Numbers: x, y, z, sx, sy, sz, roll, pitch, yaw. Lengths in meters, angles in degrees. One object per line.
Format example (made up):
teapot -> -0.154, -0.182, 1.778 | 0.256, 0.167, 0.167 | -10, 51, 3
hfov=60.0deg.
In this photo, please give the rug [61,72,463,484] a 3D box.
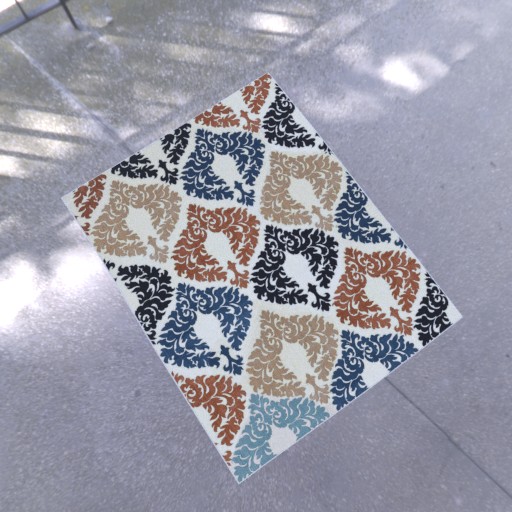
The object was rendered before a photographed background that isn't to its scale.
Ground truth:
rug -> 0.000, 0.000, 4.083 | 2.423, 0.014, 3.040 | -34, 79, -8
